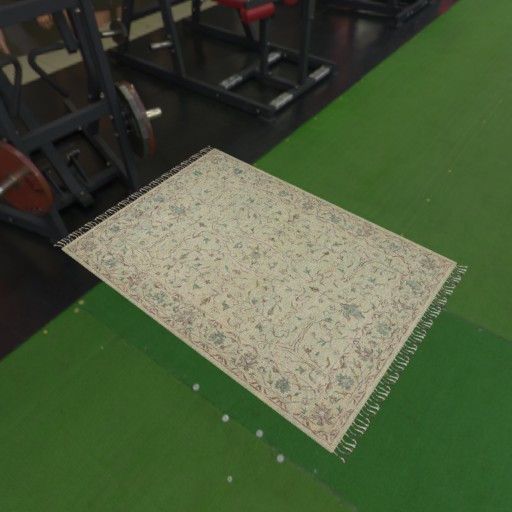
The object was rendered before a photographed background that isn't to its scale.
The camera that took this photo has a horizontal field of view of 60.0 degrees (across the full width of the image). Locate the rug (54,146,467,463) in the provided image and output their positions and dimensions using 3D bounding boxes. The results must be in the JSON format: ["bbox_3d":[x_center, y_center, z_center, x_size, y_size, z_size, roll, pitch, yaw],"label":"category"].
[{"bbox_3d":[0.000,0.000,2.327,1.802,0.008,1.247,30,54,25],"label":"rug"}]
